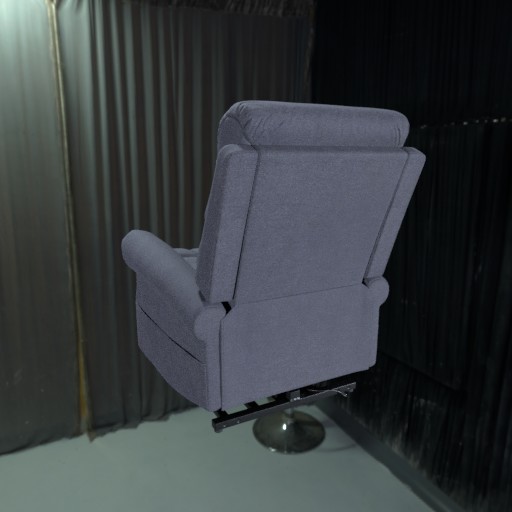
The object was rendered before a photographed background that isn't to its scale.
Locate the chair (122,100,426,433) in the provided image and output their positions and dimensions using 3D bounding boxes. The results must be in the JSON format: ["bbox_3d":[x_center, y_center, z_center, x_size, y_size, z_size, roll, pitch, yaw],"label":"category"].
[{"bbox_3d":[0.000,0.000,1.706,0.871,1.031,0.979,-7,14,-27],"label":"chair"}]
